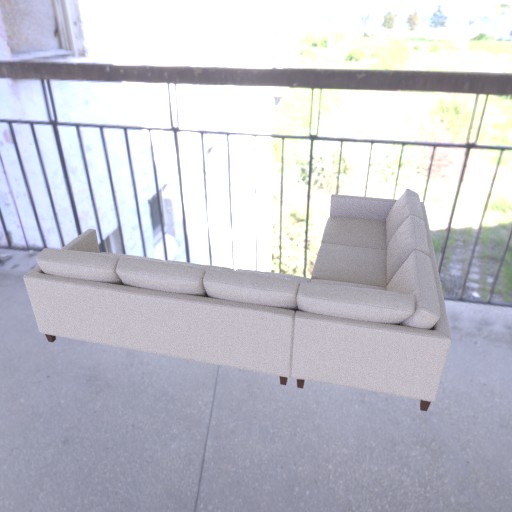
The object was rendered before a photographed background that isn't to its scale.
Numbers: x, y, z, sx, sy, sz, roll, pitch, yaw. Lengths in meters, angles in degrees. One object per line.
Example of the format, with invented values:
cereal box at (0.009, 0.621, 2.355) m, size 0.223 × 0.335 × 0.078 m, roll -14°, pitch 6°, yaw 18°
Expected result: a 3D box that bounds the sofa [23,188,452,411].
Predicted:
sofa at (0.000, 0.000, 4.272) m, size 3.182 × 0.863 × 2.432 m, roll 7°, pitch 30°, yaw 12°
